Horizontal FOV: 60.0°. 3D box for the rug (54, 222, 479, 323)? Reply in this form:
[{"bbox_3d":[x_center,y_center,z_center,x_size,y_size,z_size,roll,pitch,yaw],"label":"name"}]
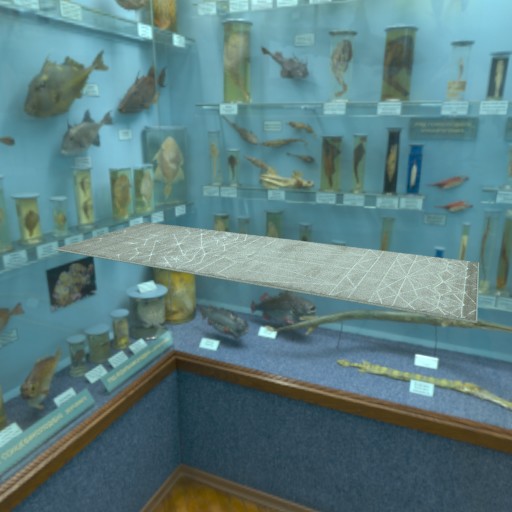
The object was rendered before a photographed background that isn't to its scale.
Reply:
[{"bbox_3d":[0.000,0.000,2.642,2.388,0.012,0.864,8,19,25],"label":"rug"}]
